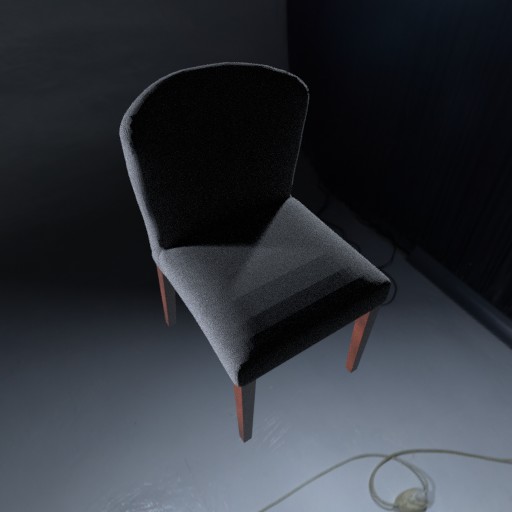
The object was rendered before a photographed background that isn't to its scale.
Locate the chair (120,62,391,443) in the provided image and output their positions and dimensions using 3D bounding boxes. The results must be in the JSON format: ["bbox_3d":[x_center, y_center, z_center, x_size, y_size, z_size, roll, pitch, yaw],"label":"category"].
[{"bbox_3d":[0.000,0.000,1.214,0.491,0.839,0.589,-25,51,-23],"label":"chair"}]
